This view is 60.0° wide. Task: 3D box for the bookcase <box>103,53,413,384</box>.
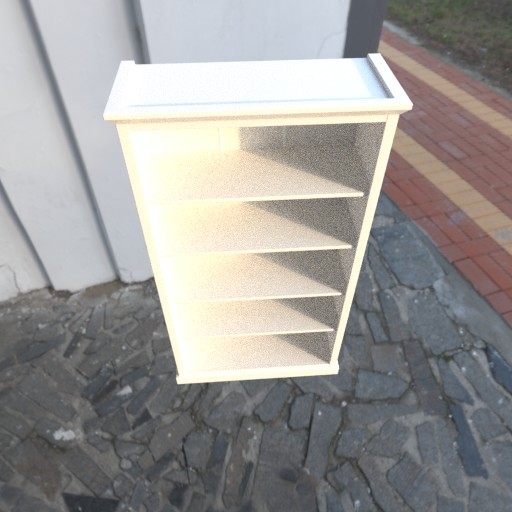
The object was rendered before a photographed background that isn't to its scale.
[{"bbox_3d":[0.000,0.000,2.323,1.050,1.880,0.432,-3,46,-3],"label":"bookcase"}]
